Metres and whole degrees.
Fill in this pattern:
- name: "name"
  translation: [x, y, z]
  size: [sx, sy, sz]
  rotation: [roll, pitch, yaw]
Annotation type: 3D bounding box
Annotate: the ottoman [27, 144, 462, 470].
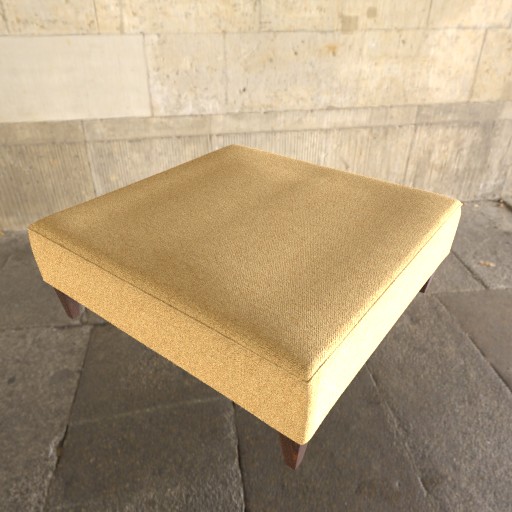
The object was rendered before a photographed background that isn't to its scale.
- name: "ottoman"
  translation: [0.000, 0.000, 1.448]
  size: [0.981, 0.378, 0.970]
  rotation: [22, 38, 31]
